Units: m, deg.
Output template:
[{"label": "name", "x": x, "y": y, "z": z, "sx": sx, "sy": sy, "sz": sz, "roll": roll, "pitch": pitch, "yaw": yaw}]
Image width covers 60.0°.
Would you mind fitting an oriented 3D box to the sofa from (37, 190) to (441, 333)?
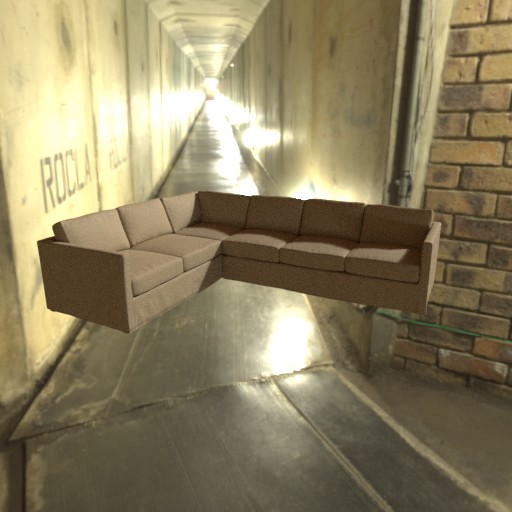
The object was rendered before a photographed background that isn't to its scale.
[{"label": "sofa", "x": 0.000, "y": 0.000, "z": 4.370, "sx": 3.182, "sy": 0.871, "sz": 2.432, "roll": 8, "pitch": 19, "yaw": 25}]
